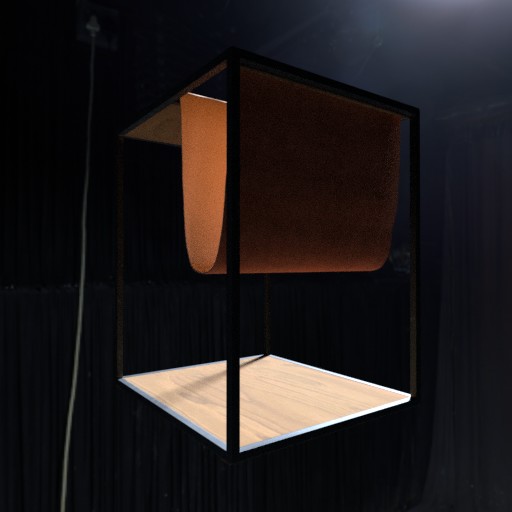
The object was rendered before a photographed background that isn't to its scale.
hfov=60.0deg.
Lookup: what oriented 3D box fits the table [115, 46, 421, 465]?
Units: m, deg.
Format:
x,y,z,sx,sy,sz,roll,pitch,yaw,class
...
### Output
x,y,z,sx,sy,sz,roll,pitch,yaw,class
0.000,0.000,0.857,0.399,0.536,0.450,0,-1,-36,table
